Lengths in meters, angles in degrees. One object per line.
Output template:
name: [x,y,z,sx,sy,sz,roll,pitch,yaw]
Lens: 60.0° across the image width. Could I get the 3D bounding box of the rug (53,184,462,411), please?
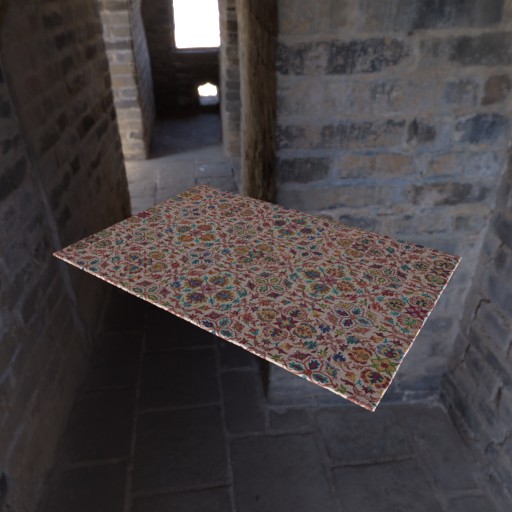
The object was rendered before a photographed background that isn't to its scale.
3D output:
rug: [0.000,0.000,2.993,2.297,0.018,1.541,20,36,29]
